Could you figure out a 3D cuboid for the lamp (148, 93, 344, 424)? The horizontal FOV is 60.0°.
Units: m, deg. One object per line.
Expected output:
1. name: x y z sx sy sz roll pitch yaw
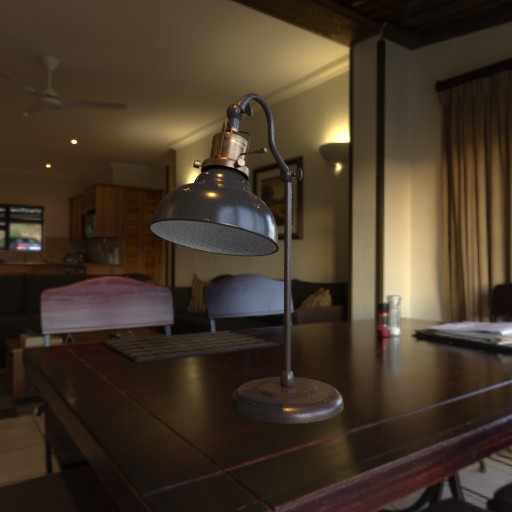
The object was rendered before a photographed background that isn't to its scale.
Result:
1. lamp: 0.000 0.000 0.694 0.192 0.508 0.374 0 -1 36
